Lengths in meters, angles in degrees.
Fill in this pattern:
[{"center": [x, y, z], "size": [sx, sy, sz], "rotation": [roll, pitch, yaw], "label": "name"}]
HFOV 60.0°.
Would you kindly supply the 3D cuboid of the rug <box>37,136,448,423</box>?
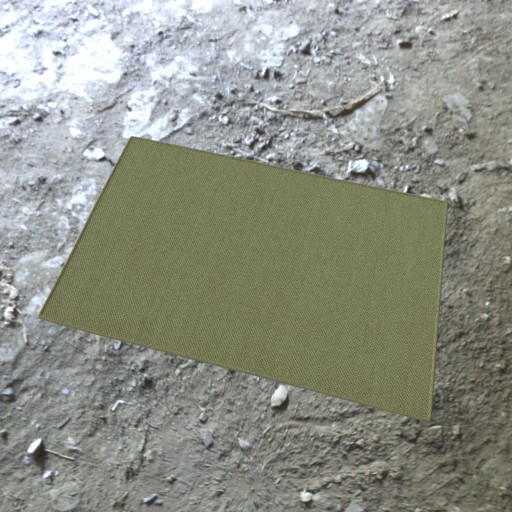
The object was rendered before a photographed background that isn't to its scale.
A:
[{"center": [0.000, 0.000, 2.042], "size": [1.676, 0.013, 1.067], "rotation": [13, 63, 7], "label": "rug"}]
